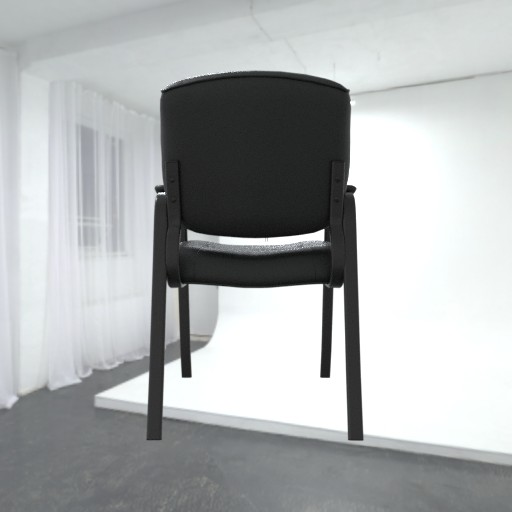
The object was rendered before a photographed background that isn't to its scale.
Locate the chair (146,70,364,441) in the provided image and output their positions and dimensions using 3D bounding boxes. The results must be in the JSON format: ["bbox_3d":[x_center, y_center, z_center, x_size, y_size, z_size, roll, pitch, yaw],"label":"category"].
[{"bbox_3d":[0.000,0.000,1.380,0.591,0.910,0.668,0,0,0],"label":"chair"}]
